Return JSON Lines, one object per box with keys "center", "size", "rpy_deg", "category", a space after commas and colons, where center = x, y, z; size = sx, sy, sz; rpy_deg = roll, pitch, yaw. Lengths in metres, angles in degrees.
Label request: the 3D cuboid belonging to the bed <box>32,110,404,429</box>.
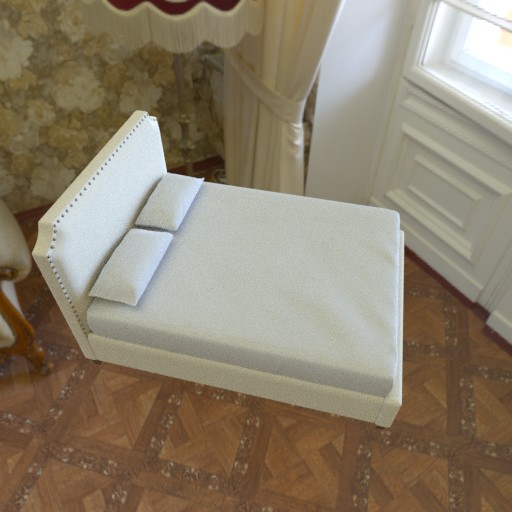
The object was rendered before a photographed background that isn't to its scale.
{"center": [0.000, 0.000, 3.413], "size": [2.329, 1.415, 1.703], "rpy_deg": [10, 47, 9], "category": "bed"}
